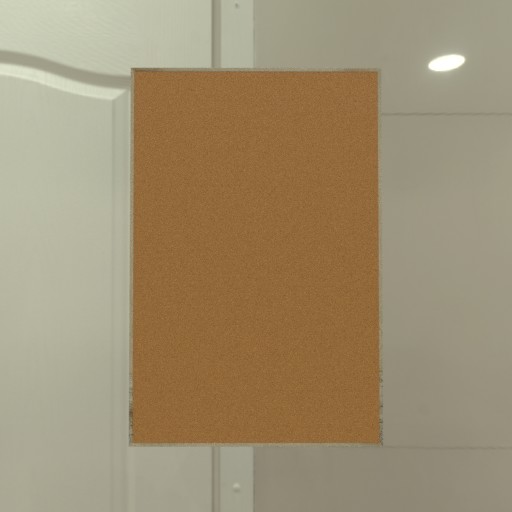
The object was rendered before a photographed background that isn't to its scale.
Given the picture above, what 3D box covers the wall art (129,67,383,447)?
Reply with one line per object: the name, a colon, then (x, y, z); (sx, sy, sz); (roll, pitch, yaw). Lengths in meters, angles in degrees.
wall art: (0.000, 0.000, 0.464); (0.254, 0.381, 0.038); (0, -1, 0)
